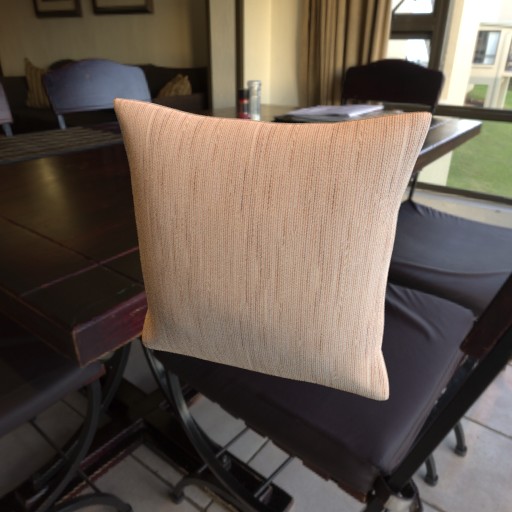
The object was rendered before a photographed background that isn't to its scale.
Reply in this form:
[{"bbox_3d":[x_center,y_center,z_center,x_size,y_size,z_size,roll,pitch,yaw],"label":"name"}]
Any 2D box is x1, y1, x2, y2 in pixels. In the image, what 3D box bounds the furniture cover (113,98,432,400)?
[{"bbox_3d":[0.000,0.000,0.776,0.512,0.506,0.178,8,27,17],"label":"furniture cover"}]
